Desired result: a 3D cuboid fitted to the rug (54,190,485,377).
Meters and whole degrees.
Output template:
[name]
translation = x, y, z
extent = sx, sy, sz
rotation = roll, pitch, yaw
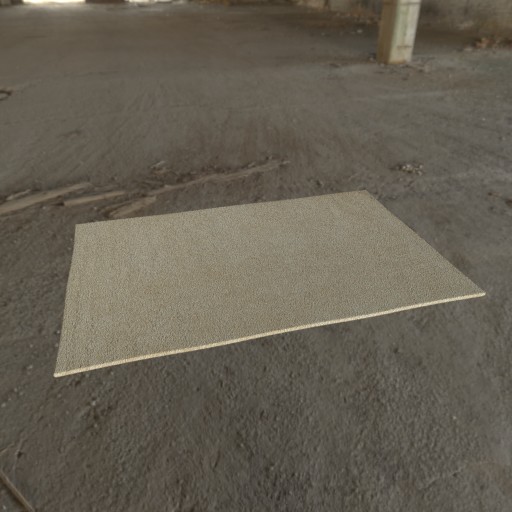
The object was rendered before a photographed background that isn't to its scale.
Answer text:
[rug]
translation = 0.000, 0.000, 2.919
extent = 2.346, 0.025, 1.500
rotation = -8, 33, -13
